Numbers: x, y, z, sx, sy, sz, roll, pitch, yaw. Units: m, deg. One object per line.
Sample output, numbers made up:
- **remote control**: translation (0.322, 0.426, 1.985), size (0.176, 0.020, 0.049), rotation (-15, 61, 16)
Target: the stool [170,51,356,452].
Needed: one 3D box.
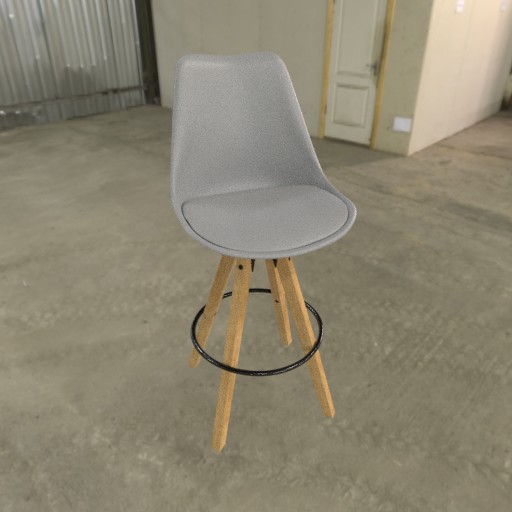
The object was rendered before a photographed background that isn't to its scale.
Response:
- **stool**: translation (0.000, 0.000, 1.387), size (0.485, 1.115, 0.550), rotation (-10, 32, -16)
